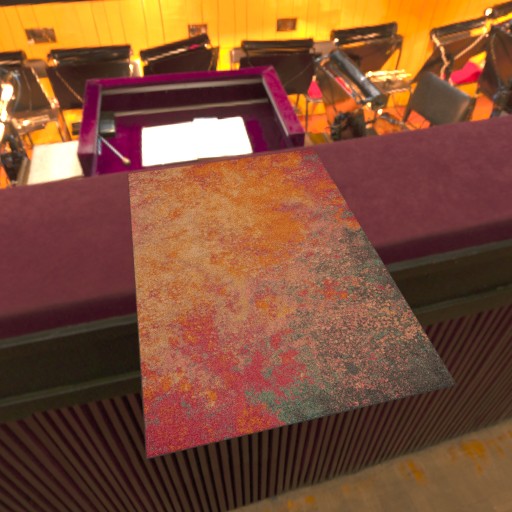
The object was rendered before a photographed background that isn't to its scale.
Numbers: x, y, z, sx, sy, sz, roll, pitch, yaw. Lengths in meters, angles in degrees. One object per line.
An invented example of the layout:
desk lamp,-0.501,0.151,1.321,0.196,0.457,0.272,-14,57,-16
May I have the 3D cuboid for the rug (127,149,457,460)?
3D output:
rug,0.000,0.000,3.709,2.007,0.013,2.896,-10,47,-9
